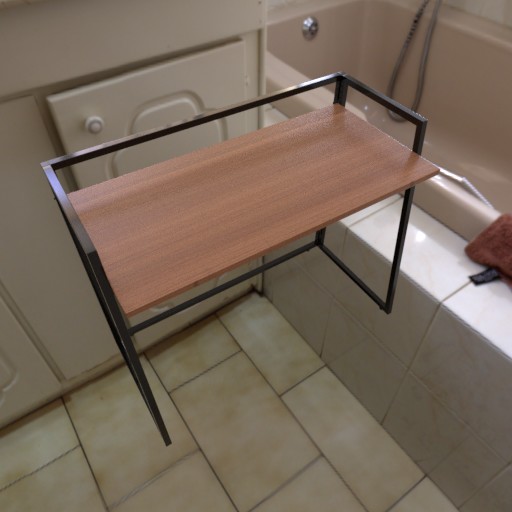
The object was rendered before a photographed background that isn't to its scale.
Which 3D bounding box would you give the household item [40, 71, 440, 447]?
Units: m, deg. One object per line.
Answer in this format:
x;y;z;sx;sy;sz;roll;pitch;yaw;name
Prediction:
0.000;0.000;1.541;1.050;0.860;0.510;-25;51;-22;household item
